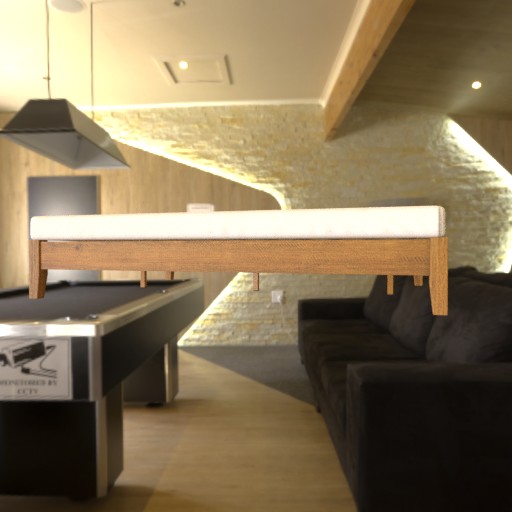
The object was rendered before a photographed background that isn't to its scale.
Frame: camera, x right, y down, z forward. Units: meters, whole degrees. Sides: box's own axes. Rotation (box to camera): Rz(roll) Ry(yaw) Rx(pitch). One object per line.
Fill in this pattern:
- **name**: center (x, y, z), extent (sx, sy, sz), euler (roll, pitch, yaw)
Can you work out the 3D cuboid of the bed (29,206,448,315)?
- **bed**: center (0.000, 0.000, 2.732), extent (2.016, 0.431, 1.536), euler (0, 1, 17)
